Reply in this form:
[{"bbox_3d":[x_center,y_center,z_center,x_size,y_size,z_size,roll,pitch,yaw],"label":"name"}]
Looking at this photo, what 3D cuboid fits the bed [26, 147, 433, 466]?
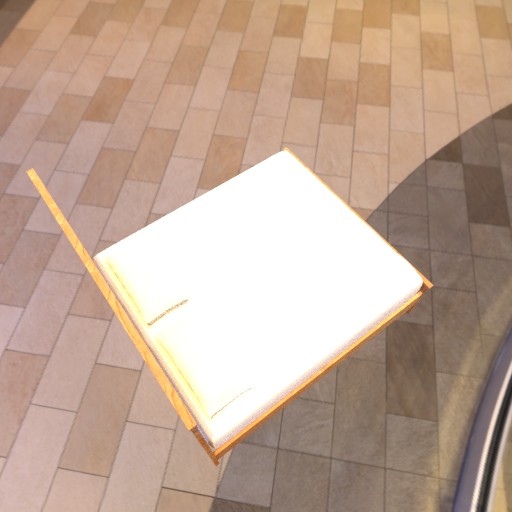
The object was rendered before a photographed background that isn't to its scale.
[{"bbox_3d":[0.000,0.000,3.999,2.530,1.938,2.225,-33,64,-18],"label":"bed"}]
